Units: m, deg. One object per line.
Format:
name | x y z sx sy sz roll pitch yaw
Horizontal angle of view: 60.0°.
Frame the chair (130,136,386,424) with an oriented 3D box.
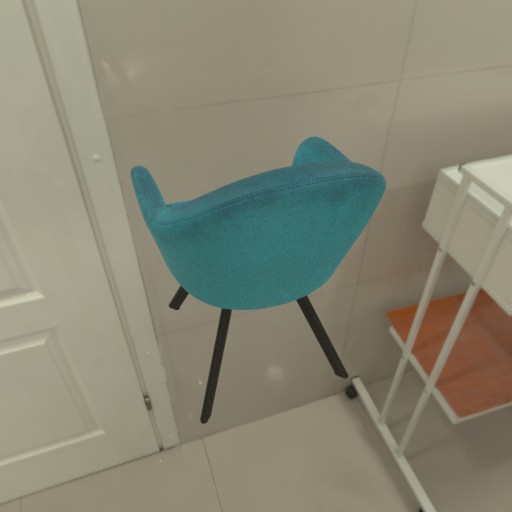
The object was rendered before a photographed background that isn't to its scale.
chair | 0.000 0.000 1.177 0.540 0.780 0.570 -13 42 -15
